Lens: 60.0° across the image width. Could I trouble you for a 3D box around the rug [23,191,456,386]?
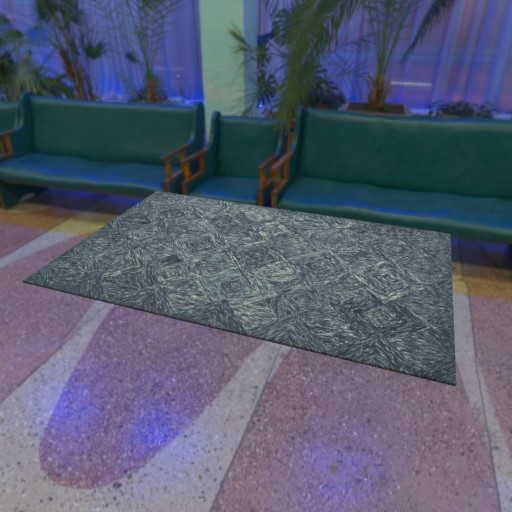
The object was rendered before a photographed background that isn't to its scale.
[{"bbox_3d":[0.000,0.000,2.812,2.330,0.017,1.478,10,32,17],"label":"rug"}]
